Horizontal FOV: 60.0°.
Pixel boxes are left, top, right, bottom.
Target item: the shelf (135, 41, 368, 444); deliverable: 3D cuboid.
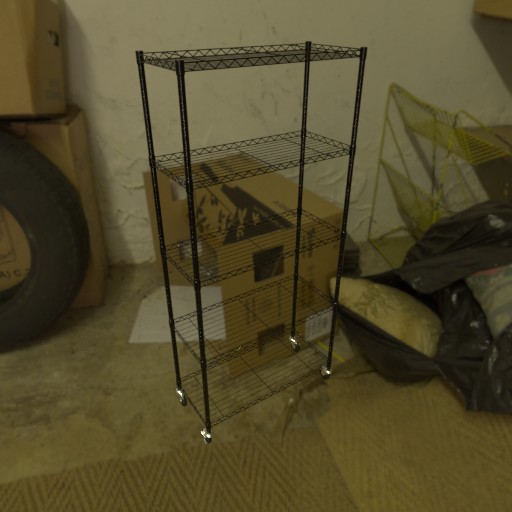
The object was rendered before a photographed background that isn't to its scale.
[{"bbox_3d":[0.000,0.000,1.935,0.762,1.645,0.356,-18,35,-29],"label":"shelf"}]
